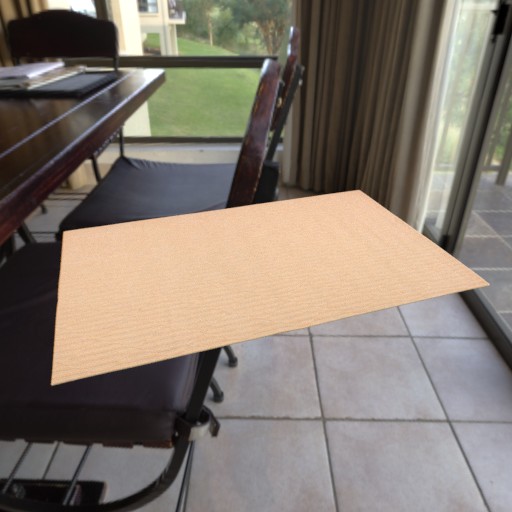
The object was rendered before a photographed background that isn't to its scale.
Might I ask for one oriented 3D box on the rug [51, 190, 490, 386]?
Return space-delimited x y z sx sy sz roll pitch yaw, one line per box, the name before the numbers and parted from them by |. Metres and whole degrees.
rug | 0.000 0.000 2.921 2.441 0.014 1.531 -10 33 -16
